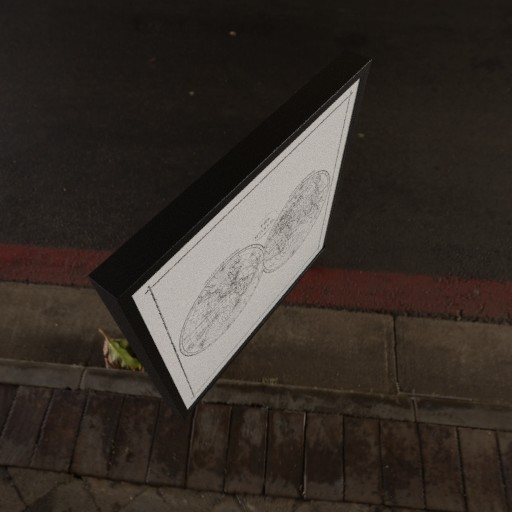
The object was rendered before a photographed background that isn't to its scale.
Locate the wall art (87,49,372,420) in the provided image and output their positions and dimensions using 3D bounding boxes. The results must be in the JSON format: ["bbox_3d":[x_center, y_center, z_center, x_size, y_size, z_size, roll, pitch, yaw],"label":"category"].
[{"bbox_3d":[0.000,0.000,0.491,0.029,0.318,0.327,33,62,20],"label":"wall art"}]
